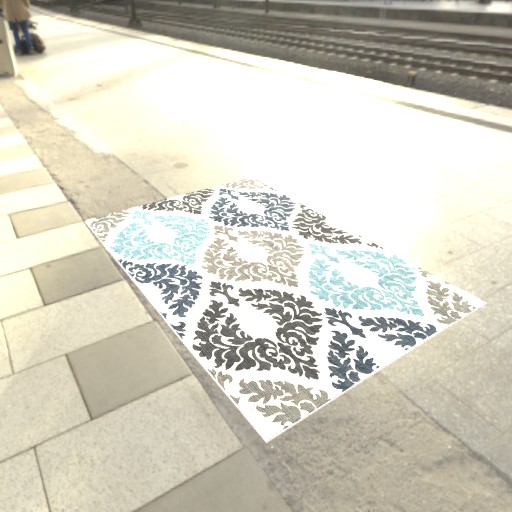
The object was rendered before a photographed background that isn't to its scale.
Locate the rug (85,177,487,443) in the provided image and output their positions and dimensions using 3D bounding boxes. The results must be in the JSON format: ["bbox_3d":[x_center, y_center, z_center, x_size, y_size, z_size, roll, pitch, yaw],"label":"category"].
[{"bbox_3d":[0.000,0.000,2.859,1.514,0.014,2.275,-20,37,-29],"label":"rug"}]
